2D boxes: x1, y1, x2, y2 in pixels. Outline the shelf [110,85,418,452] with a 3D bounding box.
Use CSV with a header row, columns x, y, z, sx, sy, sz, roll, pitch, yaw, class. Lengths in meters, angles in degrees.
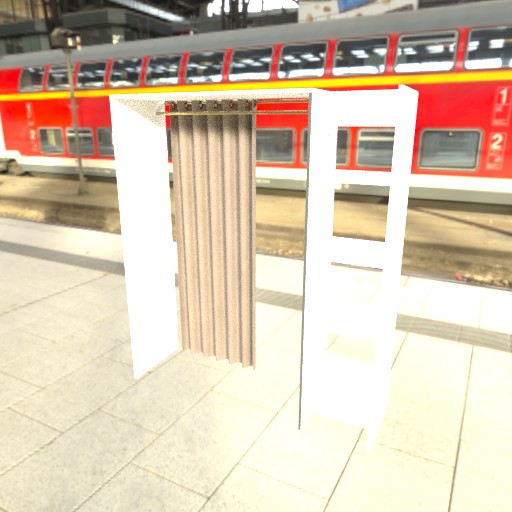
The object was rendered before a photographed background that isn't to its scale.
x,y,z,sx,sy,sz,roll,pitch,yaw,class
0.000,0.000,2.638,1.600,1.820,0.500,8,19,25,shelf
